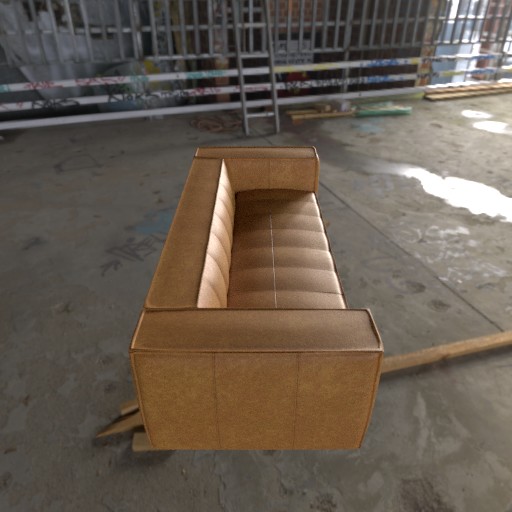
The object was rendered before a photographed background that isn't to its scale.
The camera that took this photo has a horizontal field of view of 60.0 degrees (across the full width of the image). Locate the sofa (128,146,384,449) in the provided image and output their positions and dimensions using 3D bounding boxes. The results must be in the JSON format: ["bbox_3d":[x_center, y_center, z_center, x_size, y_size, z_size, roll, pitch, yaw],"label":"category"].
[{"bbox_3d":[0.000,0.000,3.020,1.102,0.701,2.581,0,32,0],"label":"sofa"}]
